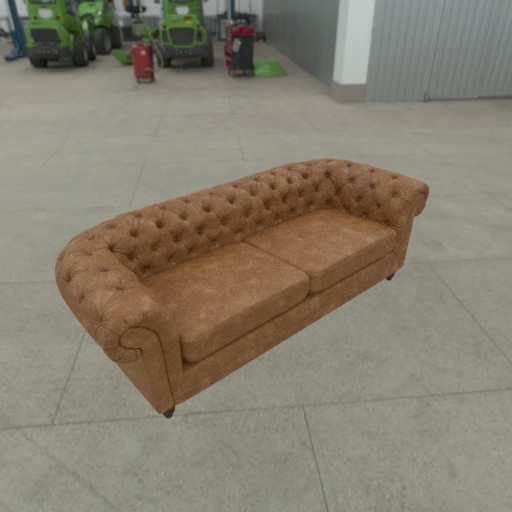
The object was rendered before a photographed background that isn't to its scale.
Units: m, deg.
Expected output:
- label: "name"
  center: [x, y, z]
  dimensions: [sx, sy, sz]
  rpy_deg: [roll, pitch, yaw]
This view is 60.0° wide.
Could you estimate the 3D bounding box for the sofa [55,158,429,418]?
- label: "sofa"
  center: [0.000, 0.000, 2.820]
  dimensions: [2.365, 0.760, 0.989]
  rpy_deg: [-24, 38, -34]
